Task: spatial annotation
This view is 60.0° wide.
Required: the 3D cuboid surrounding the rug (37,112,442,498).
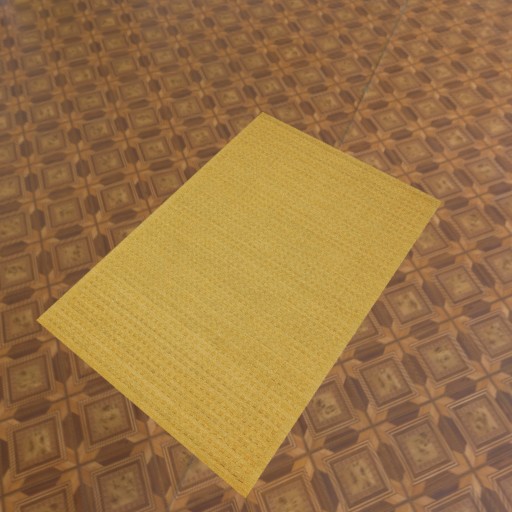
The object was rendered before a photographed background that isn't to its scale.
[{"bbox_3d":[0.000,0.000,3.650,1.981,0.006,2.895,32,63,18],"label":"rug"}]
